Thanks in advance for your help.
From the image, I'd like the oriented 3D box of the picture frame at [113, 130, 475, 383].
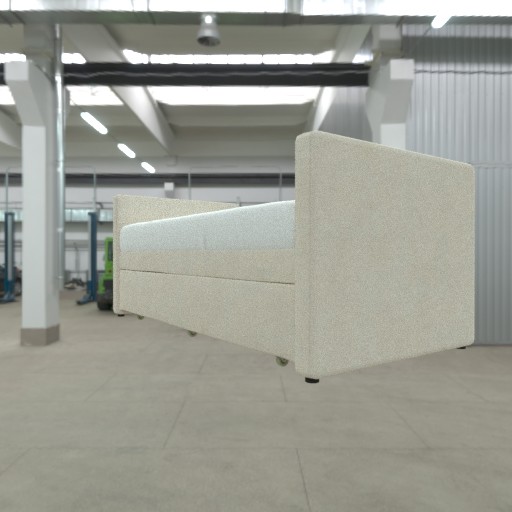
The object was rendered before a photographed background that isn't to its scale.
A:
[{"bbox_3d":[0.000,0.000,2.707,1.069,0.891,2.161,0,0,-36],"label":"picture frame"}]
